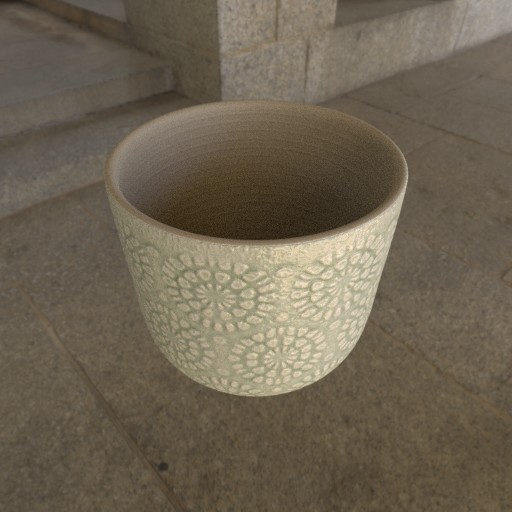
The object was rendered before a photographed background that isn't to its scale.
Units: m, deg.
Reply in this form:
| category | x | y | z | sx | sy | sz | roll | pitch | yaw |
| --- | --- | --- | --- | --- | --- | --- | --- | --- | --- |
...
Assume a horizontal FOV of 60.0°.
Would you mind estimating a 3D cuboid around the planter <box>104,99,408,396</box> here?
| category | x | y | z | sx | sy | sz | roll | pitch | yaw |
| --- | --- | --- | --- | --- | --- | --- | --- | --- | --- |
| planter | 0.000 | 0.000 | 0.302 | 0.169 | 0.153 | 0.169 | 0 | 40 | 0 |
